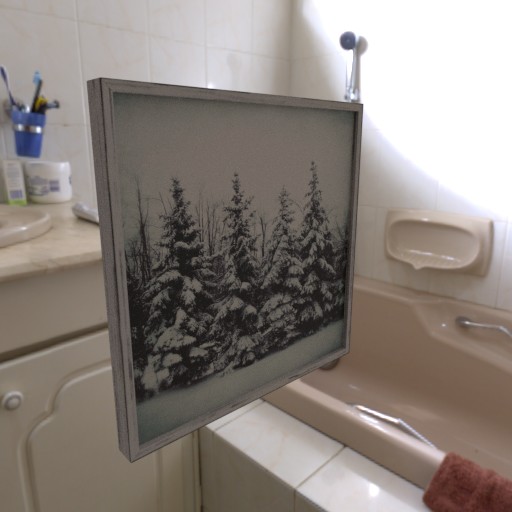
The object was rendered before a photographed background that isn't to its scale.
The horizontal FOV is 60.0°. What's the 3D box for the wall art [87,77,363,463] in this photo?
[{"bbox_3d":[0.000,0.000,0.736,0.506,0.506,0.038,-13,19,-41],"label":"wall art"}]
